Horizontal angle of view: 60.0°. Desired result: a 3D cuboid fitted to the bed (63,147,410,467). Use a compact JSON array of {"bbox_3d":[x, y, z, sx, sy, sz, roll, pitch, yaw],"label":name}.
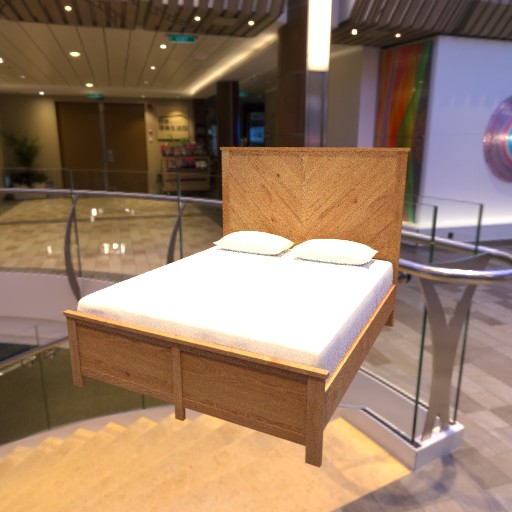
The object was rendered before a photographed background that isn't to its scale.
[{"bbox_3d":[0.000,0.000,4.125,2.225,1.938,2.530,7,16,26],"label":"bed"}]
